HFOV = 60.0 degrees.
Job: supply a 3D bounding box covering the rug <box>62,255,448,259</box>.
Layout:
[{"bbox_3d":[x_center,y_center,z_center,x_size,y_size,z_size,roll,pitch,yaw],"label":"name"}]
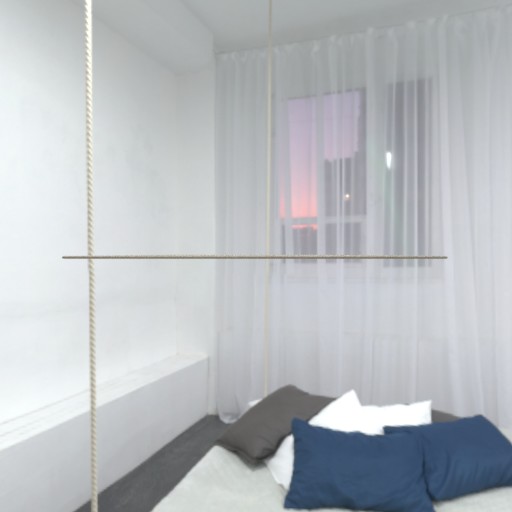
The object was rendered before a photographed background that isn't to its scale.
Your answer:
[{"bbox_3d":[0.000,0.000,2.882,1.524,0.011,2.286,0,0,0],"label":"rug"}]
